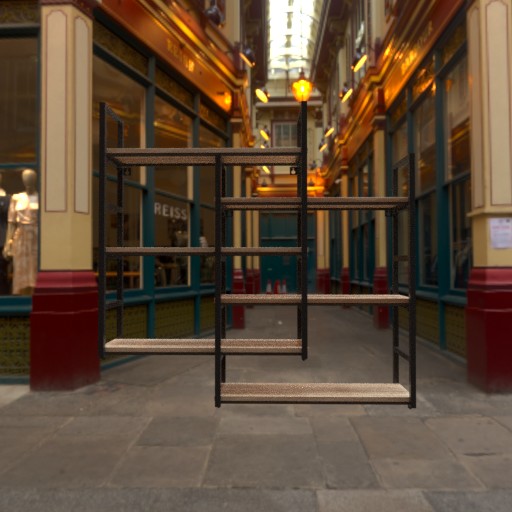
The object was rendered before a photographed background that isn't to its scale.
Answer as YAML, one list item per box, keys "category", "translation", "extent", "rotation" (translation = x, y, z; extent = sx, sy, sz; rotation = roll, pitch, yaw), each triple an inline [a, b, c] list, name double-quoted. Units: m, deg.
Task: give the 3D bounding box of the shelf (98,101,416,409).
- category: "shelf"
  translation: [0.000, 0.000, 1.405]
  extent: [0.946, 0.921, 0.183]
  rotation: [0, -1, 1]
